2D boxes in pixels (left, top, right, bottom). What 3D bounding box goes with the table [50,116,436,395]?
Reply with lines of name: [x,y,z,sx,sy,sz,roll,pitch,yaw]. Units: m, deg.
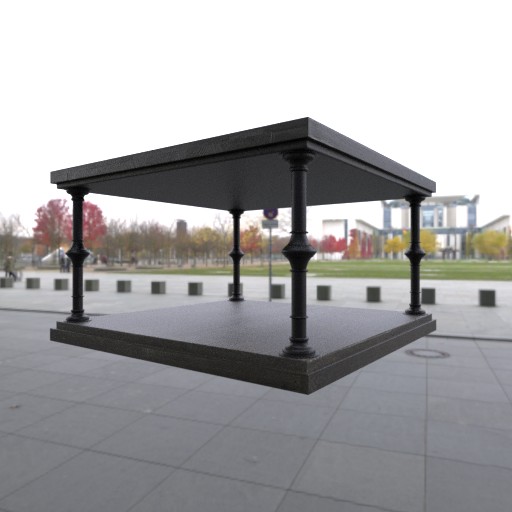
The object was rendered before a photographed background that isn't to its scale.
table: [0.000,0.000,1.122,0.696,0.400,0.696,0,0,36]
